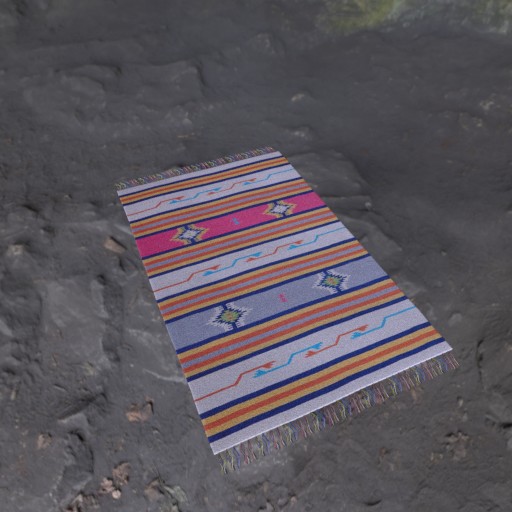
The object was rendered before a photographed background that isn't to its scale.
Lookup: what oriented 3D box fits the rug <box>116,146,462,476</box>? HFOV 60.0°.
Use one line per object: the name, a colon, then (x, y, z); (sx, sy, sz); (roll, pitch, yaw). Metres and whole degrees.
rug: (0.000, 0.000, 2.269); (1.084, 0.013, 1.849); (-18, 48, -17)
